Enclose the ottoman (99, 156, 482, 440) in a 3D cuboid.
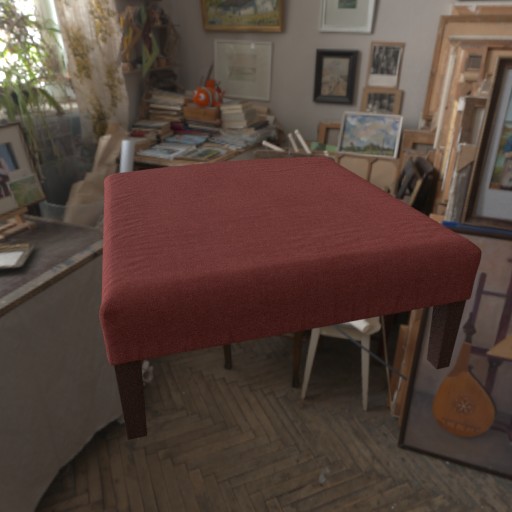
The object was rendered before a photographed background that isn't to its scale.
[{"bbox_3d":[0.000,0.000,1.406,0.890,0.411,0.889,-8,28,-15],"label":"ottoman"}]
